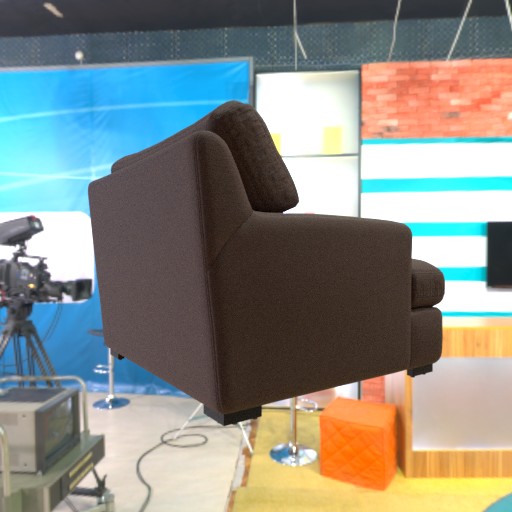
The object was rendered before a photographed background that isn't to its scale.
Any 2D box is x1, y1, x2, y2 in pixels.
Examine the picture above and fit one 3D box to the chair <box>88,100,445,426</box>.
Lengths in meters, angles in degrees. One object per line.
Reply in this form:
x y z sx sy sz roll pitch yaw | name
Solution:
0.000 0.000 1.915 1.143 0.940 1.168 0 1 -35 | chair
